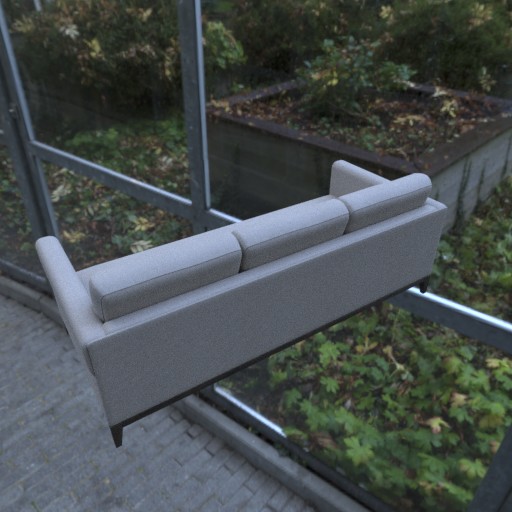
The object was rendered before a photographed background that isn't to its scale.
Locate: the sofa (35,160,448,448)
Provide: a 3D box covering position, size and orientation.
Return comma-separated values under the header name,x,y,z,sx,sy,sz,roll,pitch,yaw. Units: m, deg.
name,x,y,z,sx,sy,sz,roll,pitch,yaw
sofa,0.000,0.000,2.655,2.210,0.838,0.959,-19,37,-27
